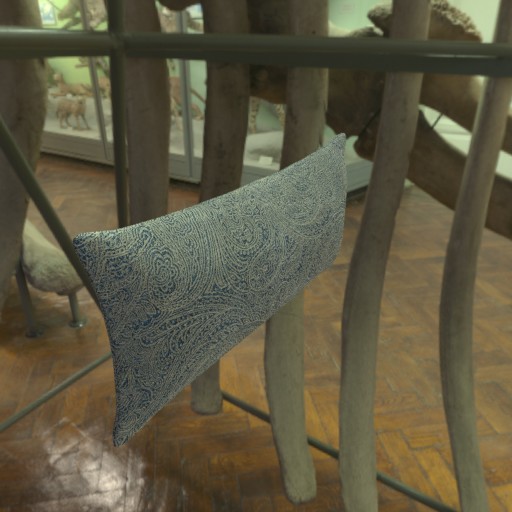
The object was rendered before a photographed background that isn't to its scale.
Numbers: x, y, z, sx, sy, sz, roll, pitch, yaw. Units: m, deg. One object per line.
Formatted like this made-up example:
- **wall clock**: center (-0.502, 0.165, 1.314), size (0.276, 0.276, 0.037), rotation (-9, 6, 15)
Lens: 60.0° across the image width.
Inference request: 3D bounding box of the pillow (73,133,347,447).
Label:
- **pillow**: center (0.000, 0.000, 0.720), size (0.151, 0.295, 0.615), rotation (17, 32, 31)
